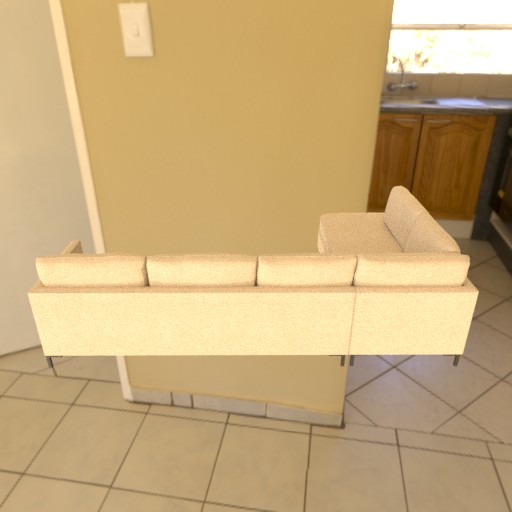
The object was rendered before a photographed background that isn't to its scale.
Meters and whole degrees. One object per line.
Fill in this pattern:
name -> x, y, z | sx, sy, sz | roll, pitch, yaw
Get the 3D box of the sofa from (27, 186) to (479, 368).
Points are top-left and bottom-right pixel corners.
sofa -> 0.000, 0.000, 4.286 | 3.384, 0.996, 2.048 | 0, 27, 0
